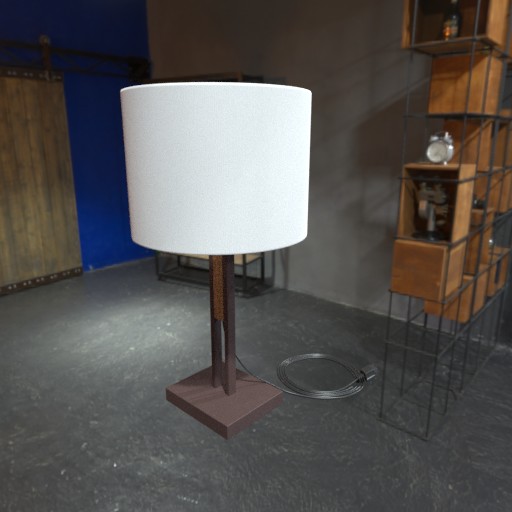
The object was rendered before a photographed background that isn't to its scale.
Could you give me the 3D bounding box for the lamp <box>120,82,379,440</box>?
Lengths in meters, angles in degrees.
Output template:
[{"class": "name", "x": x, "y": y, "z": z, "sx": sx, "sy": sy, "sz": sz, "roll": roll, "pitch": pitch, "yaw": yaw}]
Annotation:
[{"class": "lamp", "x": 0.000, "y": 0.000, "z": 0.977, "sx": 0.396, "sy": 0.668, "sz": 0.525, "roll": 14, "pitch": 20, "yaw": 41}]
